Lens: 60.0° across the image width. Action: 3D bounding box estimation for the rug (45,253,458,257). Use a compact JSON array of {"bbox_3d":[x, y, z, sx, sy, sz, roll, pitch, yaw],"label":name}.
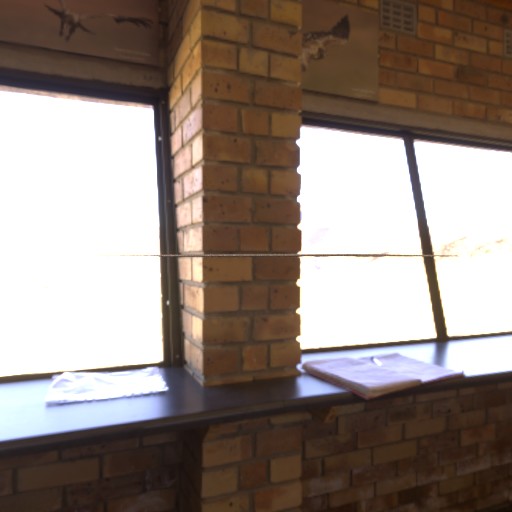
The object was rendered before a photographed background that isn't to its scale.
[{"bbox_3d":[0.000,0.000,4.055,2.980,0.012,2.363,0,0,36],"label":"rug"}]
